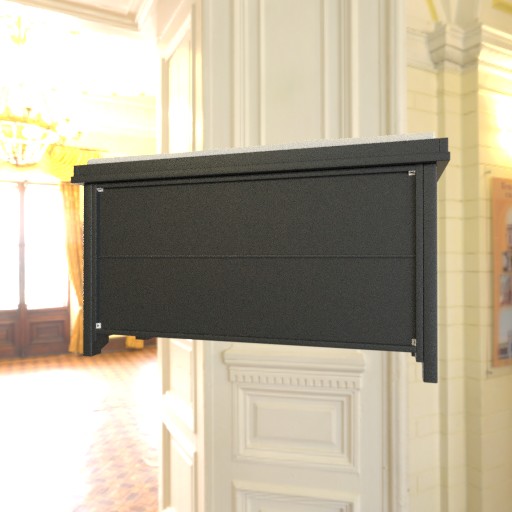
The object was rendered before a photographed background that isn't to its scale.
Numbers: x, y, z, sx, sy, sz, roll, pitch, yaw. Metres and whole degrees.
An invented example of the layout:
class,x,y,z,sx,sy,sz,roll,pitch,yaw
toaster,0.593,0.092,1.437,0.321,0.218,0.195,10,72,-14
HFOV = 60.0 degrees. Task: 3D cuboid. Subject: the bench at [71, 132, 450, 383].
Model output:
class,x,y,z,sx,sy,sz,roll,pitch,yaw
bench,0.000,0.000,1.250,0.973,0.561,0.345,0,0,17
